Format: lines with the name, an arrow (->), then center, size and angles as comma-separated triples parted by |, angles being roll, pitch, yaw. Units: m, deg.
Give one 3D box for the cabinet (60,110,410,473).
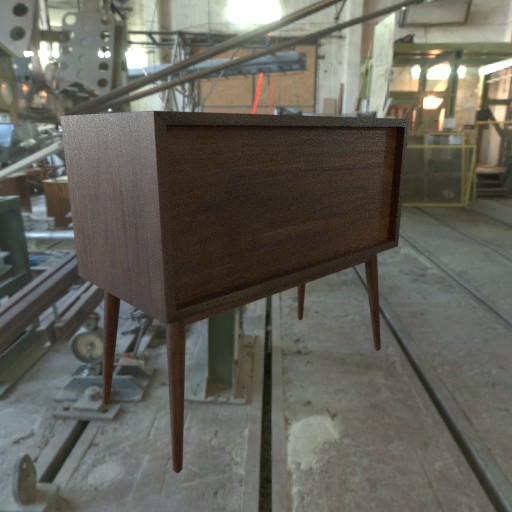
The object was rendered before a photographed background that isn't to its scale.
cabinet -> 0.000, 0.000, 1.097 | 0.743, 0.654, 0.354 | -15, 21, -41
